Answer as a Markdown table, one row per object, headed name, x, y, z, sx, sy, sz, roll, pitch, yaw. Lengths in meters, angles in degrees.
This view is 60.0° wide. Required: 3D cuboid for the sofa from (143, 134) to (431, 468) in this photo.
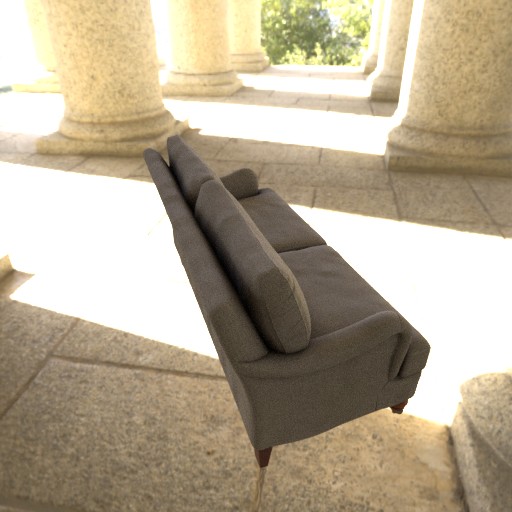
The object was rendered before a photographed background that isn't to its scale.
| name | x | y | z | sx | sy | sz | roll | pitch | yaw |
| --- | --- | --- | --- | --- | --- | --- | --- | --- | --- |
| sofa | 0.000 | 0.000 | 2.790 | 1.069 | 1.096 | 2.193 | -10 | 31 | -16 |
